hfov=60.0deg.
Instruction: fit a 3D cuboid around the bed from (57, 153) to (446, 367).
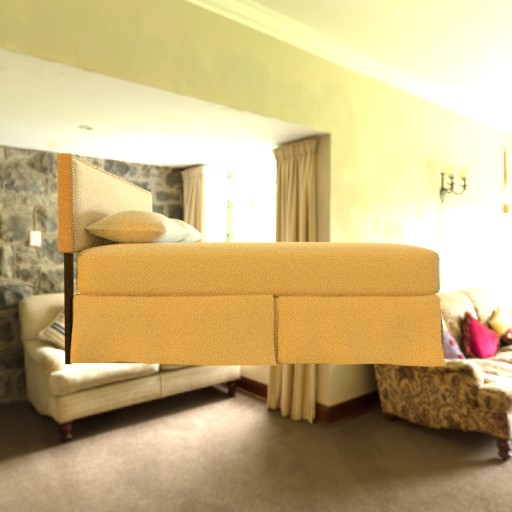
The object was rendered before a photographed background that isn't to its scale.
[{"bbox_3d":[0.000,0.000,2.889,1.876,1.016,1.616,0,1,0],"label":"bed"}]
